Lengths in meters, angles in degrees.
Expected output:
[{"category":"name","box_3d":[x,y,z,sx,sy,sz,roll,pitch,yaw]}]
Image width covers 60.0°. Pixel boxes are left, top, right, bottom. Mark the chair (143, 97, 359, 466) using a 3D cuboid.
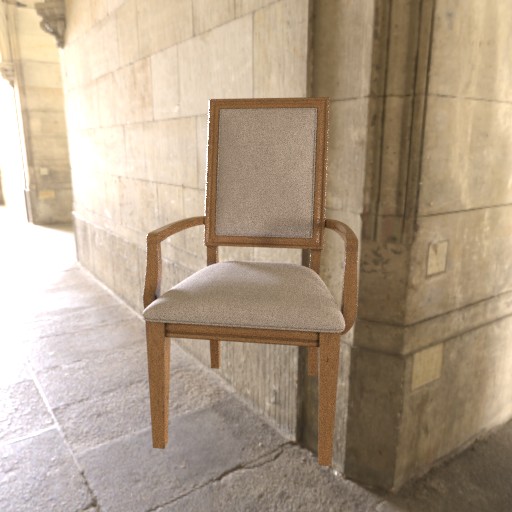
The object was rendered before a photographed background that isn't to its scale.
[{"category":"chair","box_3d":[0.000,0.000,1.386,0.606,0.990,0.602,2,14,8]}]
